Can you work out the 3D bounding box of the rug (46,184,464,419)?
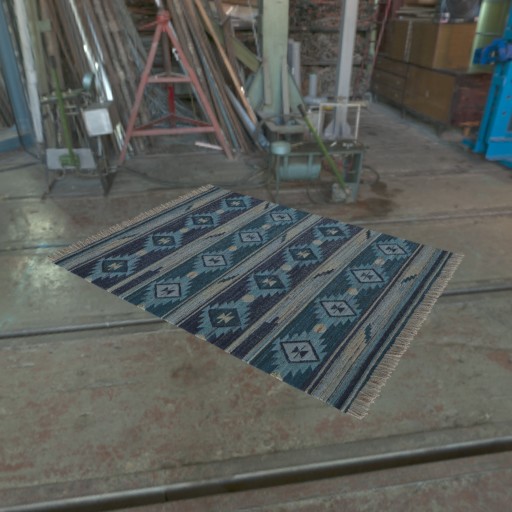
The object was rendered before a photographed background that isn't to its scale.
[{"bbox_3d":[0.000,0.000,4.294,3.307,0.047,2.418,20,35,30],"label":"rug"}]
